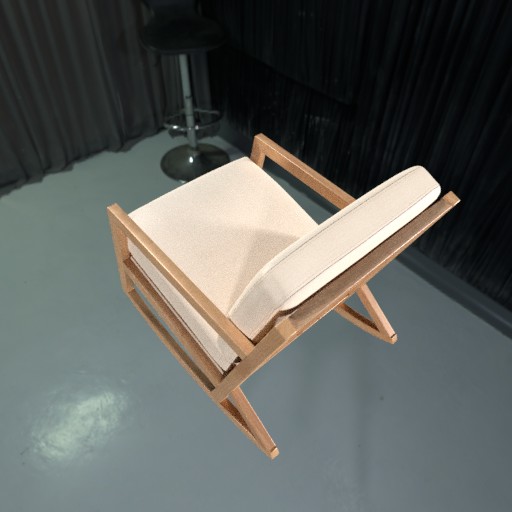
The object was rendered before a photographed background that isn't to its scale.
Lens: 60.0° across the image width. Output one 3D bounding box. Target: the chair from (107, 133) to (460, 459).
[{"bbox_3d":[0.000,0.000,1.428,0.622,0.790,0.857,-33,54,-28],"label":"chair"}]
